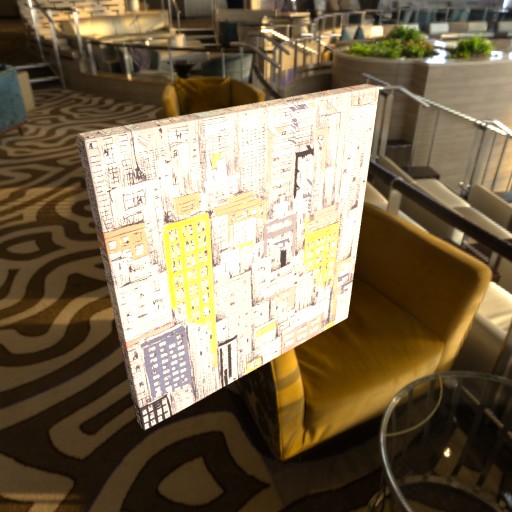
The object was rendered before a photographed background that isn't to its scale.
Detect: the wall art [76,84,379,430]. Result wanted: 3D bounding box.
[{"bbox_3d":[0.000,0.000,0.922,0.607,0.608,0.038,-22,38,-31],"label":"wall art"}]
